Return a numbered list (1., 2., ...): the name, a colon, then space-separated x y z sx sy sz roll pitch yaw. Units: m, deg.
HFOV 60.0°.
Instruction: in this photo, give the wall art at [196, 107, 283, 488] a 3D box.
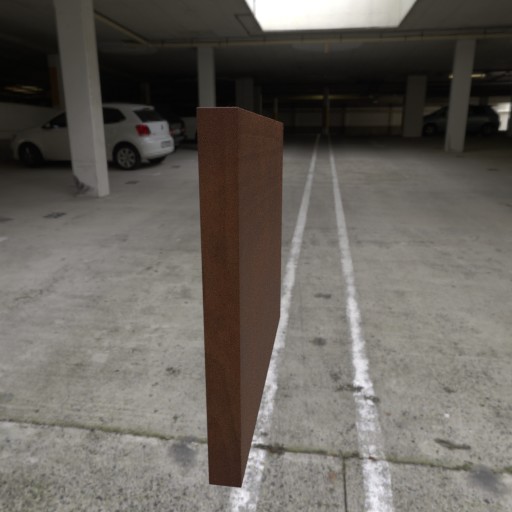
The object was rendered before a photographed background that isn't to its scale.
1. wall art: 0.000 0.000 0.553 0.030 0.328 0.401 2 15 8
